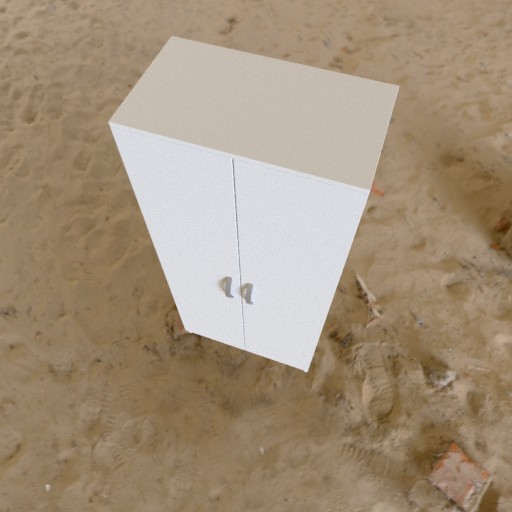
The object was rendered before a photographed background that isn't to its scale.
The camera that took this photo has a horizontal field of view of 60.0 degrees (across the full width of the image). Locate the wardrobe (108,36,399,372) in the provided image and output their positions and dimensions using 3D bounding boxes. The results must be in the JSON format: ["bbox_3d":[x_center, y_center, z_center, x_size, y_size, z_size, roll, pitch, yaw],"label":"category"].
[{"bbox_3d":[0.000,0.000,2.029,0.760,1.700,0.470,17,61,10],"label":"wardrobe"}]
